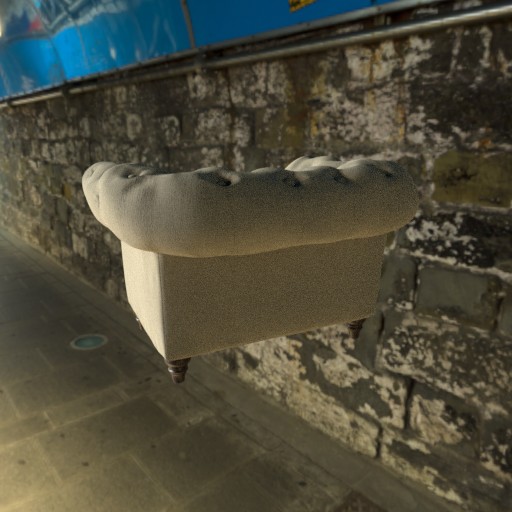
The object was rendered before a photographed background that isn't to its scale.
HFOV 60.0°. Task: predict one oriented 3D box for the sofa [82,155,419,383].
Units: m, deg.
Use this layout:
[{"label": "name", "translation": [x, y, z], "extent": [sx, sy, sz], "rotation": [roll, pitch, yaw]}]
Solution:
[{"label": "sofa", "translation": [0.000, 0.000, 2.050], "extent": [1.405, 0.878, 1.034], "rotation": [-7, 16, -26]}]
